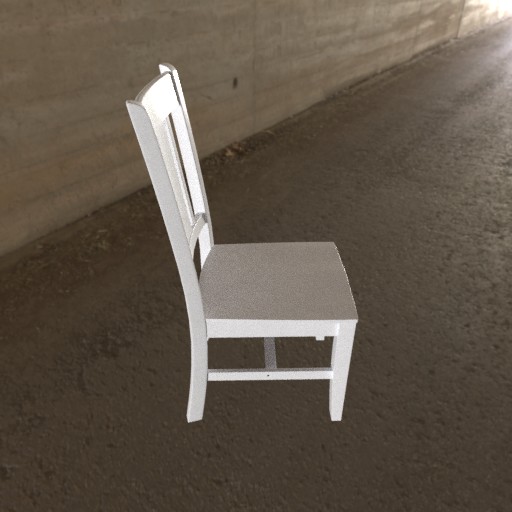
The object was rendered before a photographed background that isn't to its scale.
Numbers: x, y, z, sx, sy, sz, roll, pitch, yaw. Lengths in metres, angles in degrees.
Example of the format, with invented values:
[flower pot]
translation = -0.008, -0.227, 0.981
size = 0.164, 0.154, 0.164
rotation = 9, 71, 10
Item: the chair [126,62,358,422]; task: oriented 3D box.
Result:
[chair]
translation = 0.000, 0.000, 1.318
size = 0.555, 0.998, 0.450
rotation = -1, 33, -1
